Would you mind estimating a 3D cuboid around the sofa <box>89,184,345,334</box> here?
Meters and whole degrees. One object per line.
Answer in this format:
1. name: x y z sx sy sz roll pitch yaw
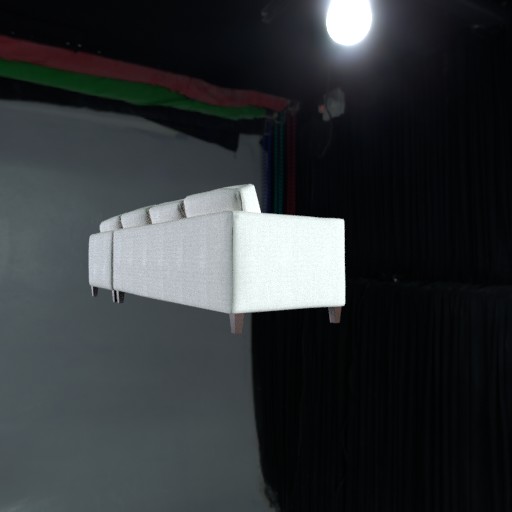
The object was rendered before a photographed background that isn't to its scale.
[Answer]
1. sofa: 0.000 0.000 4.606 2.593 0.947 3.302 0 0 -34
